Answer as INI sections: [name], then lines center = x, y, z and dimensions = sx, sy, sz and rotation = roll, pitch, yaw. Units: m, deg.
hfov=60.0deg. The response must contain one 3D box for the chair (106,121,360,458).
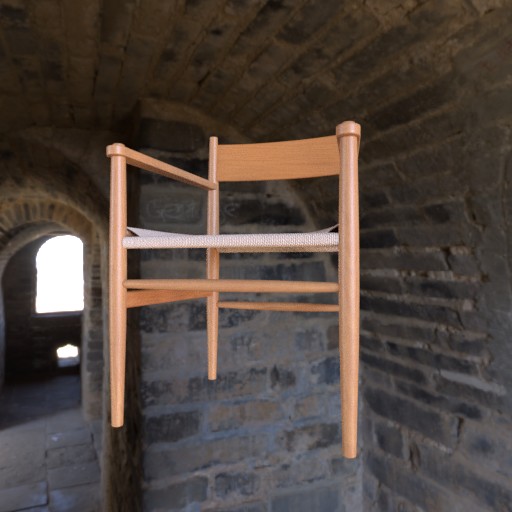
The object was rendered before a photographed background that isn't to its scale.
[chair]
center = 0.000, 0.000, 1.129
dimensions = 0.556, 0.762, 0.495
rotation = 0, -1, 18
